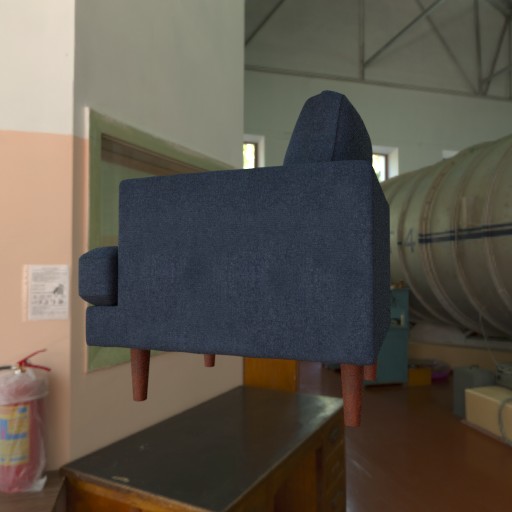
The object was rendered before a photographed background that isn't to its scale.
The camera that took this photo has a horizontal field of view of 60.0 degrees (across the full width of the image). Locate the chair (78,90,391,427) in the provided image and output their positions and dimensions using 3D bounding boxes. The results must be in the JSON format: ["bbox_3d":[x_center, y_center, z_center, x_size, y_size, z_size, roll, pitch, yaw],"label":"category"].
[{"bbox_3d":[0.000,0.000,1.614,0.899,0.957,0.858,-1,-2,20],"label":"chair"}]
